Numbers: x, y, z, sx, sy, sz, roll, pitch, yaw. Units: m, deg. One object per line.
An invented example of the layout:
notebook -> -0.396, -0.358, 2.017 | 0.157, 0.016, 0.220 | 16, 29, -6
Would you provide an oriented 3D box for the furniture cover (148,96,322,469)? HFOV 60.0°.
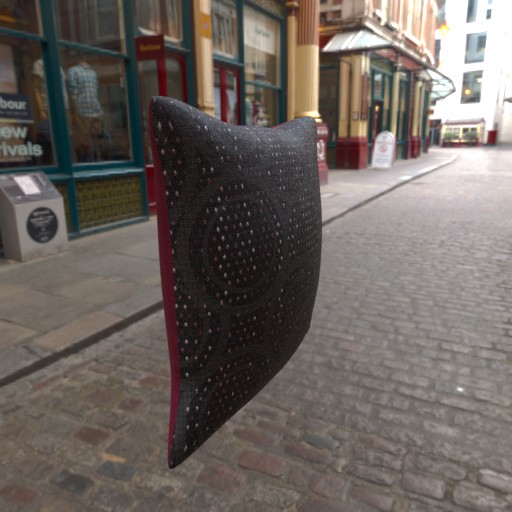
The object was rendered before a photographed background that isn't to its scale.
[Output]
furniture cover -> 0.000, 0.000, 0.807 | 0.193, 0.509, 0.552 | 7, 16, 26
